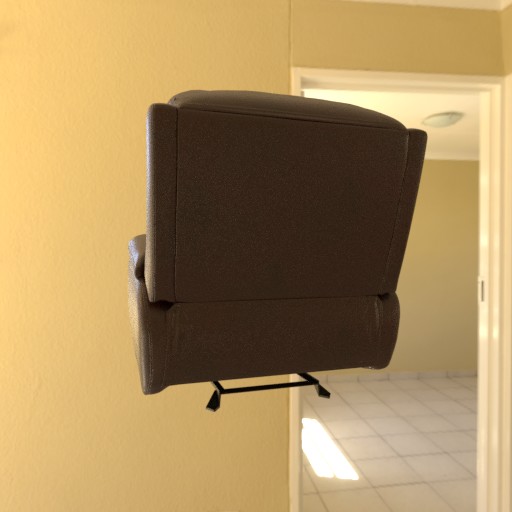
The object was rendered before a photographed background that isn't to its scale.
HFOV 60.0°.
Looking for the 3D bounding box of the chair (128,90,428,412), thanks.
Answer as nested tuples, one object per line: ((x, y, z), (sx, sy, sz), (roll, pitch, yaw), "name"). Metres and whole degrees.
((0.000, 0.000, 1.694), (0.930, 1.011, 0.899), (0, 1, -18), "chair")
